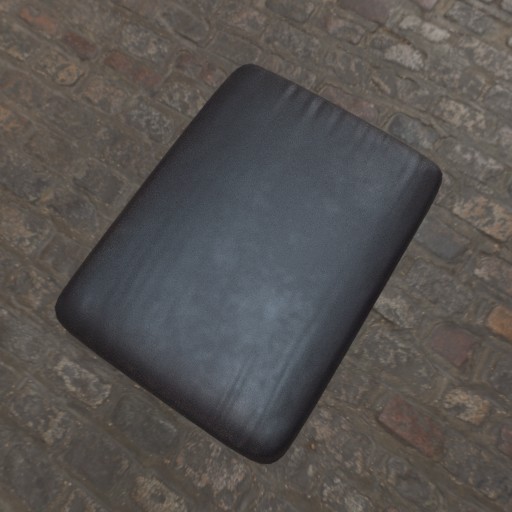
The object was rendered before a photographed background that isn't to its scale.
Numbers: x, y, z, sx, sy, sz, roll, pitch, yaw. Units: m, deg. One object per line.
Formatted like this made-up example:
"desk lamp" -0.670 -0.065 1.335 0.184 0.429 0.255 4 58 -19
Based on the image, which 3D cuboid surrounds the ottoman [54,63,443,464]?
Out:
"ottoman" 0.000 0.000 1.086 0.570 0.402 0.764 32 77 8
